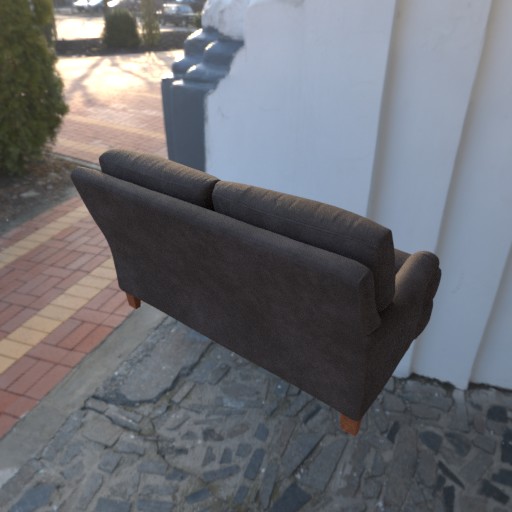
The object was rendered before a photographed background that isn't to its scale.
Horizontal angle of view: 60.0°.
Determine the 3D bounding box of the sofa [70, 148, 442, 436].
[{"bbox_3d":[0.000,0.000,2.549,1.853,1.101,1.084,21,36,32],"label":"sofa"}]
